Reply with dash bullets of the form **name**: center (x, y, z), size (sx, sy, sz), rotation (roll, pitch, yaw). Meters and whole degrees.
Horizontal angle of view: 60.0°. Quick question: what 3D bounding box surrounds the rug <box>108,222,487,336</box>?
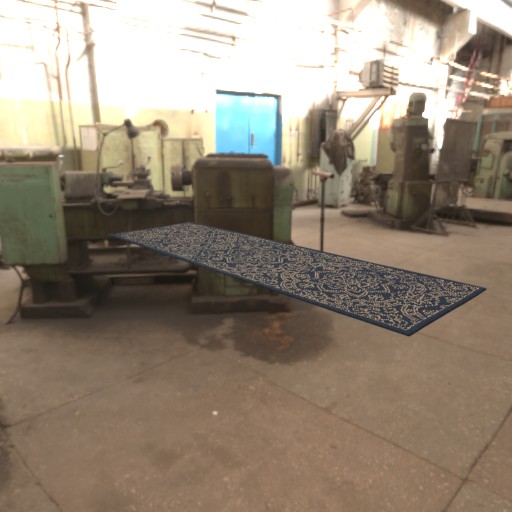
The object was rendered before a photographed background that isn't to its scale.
- **rug**: center (0.000, 0.000, 2.747), size (0.769, 0.012, 2.448), rotation (-14, 20, -42)
